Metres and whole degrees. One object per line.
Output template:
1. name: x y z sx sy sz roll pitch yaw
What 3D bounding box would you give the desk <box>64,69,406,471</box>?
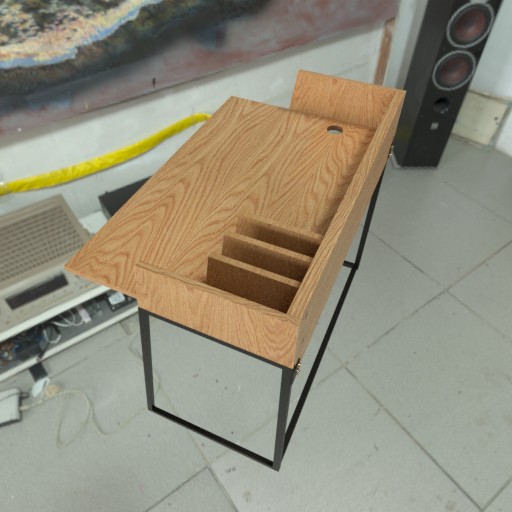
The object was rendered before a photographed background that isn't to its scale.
1. desk: 0.000 0.000 1.859 0.769 1.061 1.191 19 50 16
